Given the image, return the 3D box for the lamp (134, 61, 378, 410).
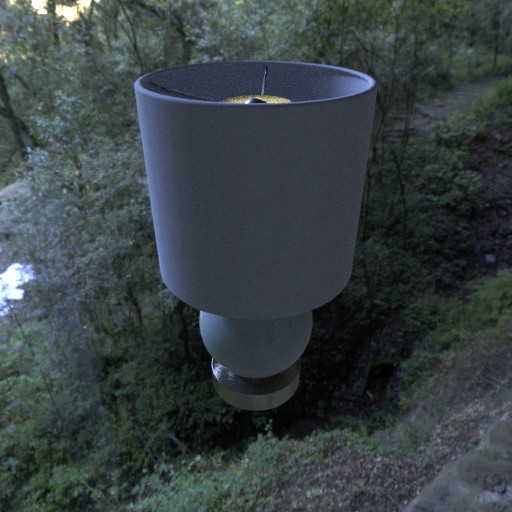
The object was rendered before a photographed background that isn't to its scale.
[{"bbox_3d":[0.000,0.000,0.466,0.201,0.353,0.201,-9,33,-15],"label":"lamp"}]
